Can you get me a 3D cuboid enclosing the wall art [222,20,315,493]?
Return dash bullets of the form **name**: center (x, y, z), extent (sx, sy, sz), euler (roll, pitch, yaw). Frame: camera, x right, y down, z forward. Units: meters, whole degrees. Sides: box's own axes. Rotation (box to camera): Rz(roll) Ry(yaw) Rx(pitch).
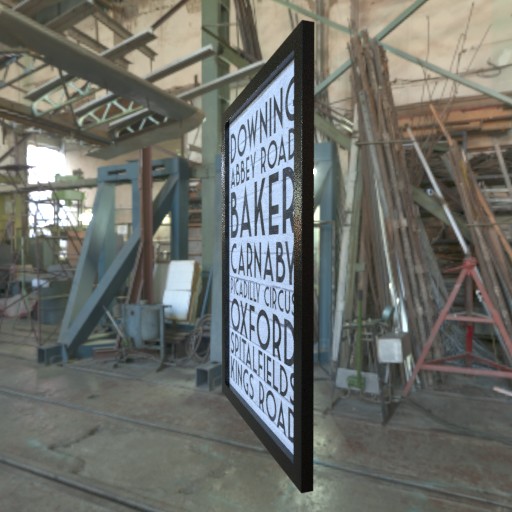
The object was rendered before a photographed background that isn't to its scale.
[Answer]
- **wall art**: center (0.000, 0.000, 0.836), extent (0.019, 0.656, 0.462), euler (0, 1, -18)
